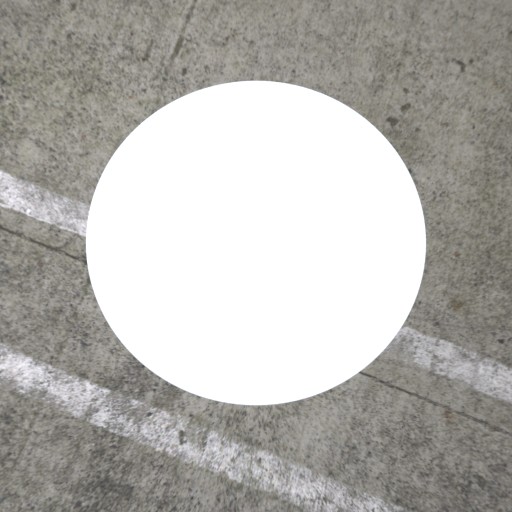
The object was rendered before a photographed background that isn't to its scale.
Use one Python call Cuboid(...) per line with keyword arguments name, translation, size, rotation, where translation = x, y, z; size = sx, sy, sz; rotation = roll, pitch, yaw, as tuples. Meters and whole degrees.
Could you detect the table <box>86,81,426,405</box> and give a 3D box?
Cuboid(name="table", translation=(0.000, 0.000, 0.977), size=(0.600, 0.400, 0.600), rotation=(0, 75, 0))
